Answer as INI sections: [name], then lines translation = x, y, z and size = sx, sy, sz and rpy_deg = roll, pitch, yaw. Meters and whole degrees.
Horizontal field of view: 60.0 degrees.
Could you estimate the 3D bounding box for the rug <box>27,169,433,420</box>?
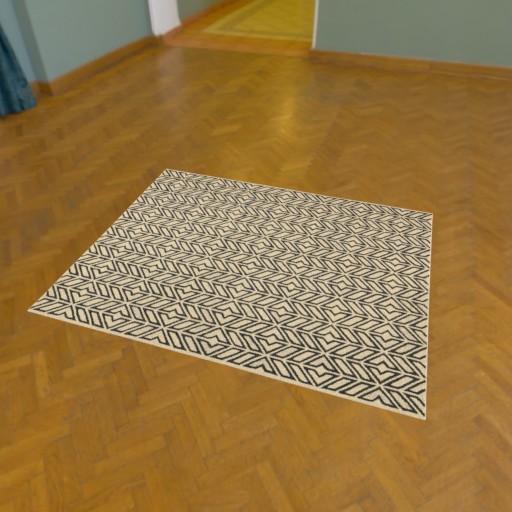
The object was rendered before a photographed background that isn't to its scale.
[rug]
translation = 0.000, 0.000, 4.050
size = 3.045, 0.008, 2.421
rpy_deg = 12, 41, 14
